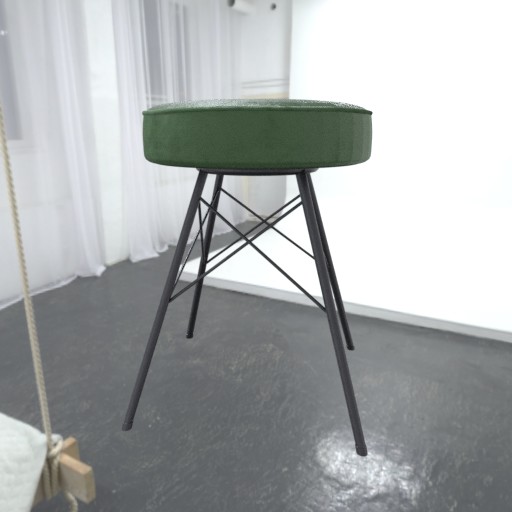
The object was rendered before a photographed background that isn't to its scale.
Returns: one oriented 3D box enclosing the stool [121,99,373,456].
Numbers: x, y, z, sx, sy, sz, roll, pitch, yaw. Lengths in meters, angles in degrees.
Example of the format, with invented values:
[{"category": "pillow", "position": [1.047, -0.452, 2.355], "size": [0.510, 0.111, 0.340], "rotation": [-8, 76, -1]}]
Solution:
[{"category": "stool", "position": [0.000, 0.000, 0.915], "size": [0.457, 0.595, 0.430], "rotation": [2, 16, 9]}]
